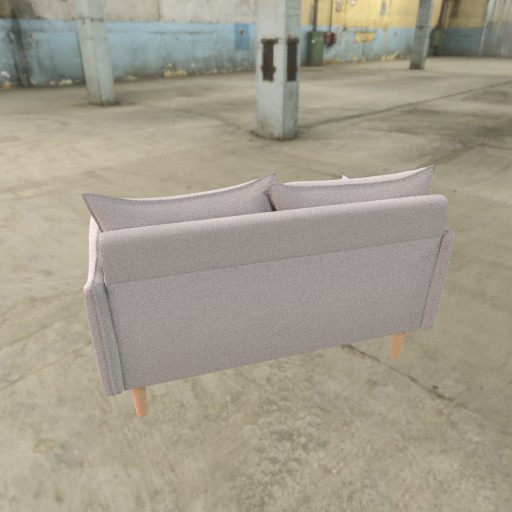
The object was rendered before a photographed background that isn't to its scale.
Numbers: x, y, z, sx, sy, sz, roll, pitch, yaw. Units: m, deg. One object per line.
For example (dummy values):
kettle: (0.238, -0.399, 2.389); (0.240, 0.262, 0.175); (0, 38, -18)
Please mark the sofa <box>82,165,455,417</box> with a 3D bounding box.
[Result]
sofa: (0.000, 0.000, 1.852); (1.300, 0.840, 0.820); (-8, 27, -16)
